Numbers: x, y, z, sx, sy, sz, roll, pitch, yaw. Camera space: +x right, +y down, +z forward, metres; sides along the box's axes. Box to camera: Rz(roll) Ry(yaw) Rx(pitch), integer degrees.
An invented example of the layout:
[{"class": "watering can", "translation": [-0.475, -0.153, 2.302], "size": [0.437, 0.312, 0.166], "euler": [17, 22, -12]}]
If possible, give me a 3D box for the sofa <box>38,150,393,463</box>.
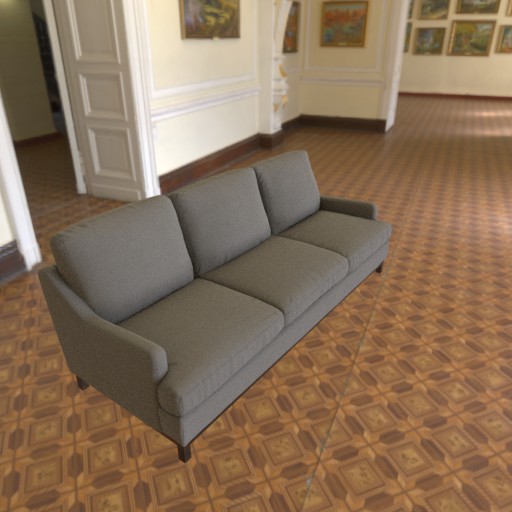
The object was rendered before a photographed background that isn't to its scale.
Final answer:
[{"class": "sofa", "translation": [0.000, 0.000, 2.856], "size": [0.987, 0.926, 2.344], "euler": [18, 31, 32]}]
